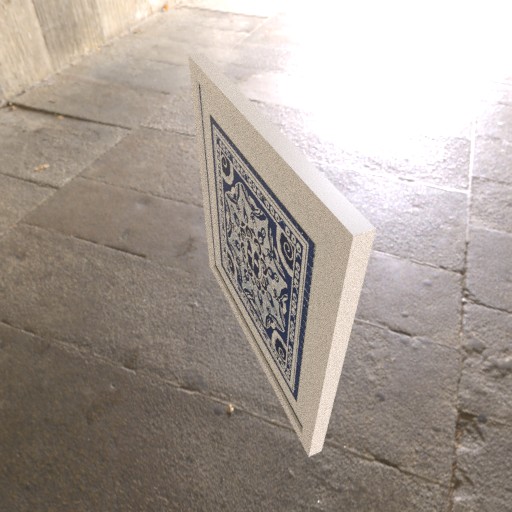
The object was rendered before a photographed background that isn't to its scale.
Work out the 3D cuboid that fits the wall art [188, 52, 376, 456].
[{"bbox_3d":[0.000,0.000,0.839,0.028,0.559,0.559,-17,46,-17],"label":"wall art"}]
